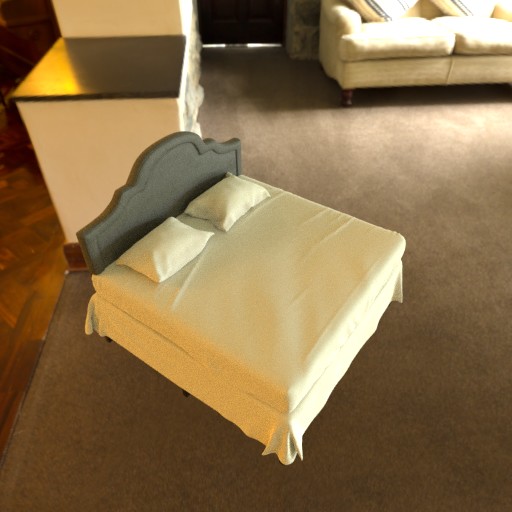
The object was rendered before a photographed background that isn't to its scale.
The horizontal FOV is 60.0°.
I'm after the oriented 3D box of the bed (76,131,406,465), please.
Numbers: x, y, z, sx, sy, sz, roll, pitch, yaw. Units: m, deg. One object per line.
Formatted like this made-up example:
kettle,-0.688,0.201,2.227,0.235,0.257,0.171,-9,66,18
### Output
bed,0.000,0.000,3.798,2.222,1.631,2.303,25,47,26
